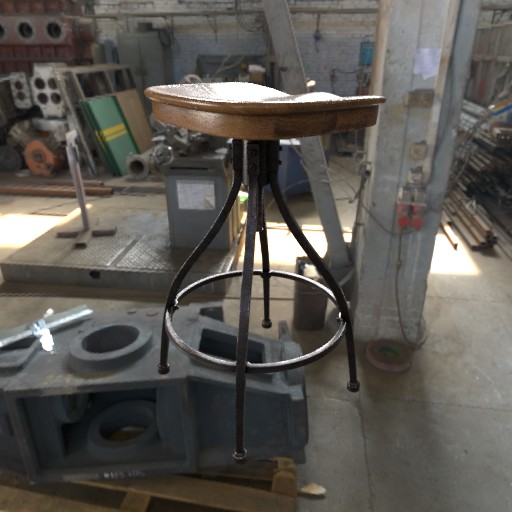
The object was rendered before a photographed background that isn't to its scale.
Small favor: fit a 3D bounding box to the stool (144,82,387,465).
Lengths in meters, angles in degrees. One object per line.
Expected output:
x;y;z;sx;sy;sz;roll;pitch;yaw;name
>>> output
0.000;0.000;0.983;0.424;0.694;0.432;-18;30;-33;stool
